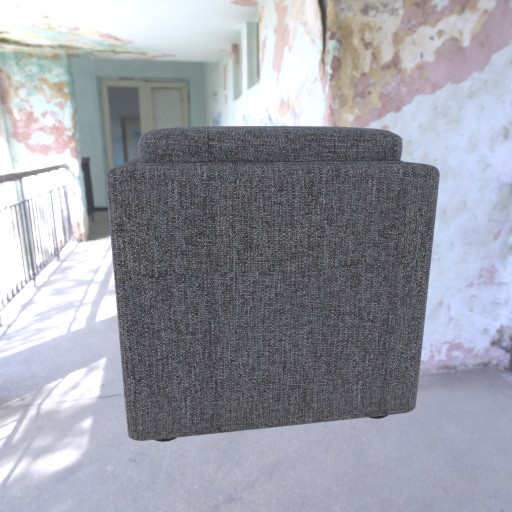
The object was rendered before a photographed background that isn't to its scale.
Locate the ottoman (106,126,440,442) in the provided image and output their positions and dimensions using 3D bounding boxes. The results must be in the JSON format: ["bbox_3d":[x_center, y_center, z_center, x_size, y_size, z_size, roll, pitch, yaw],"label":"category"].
[{"bbox_3d":[0.000,0.000,0.825,0.450,0.460,0.450,-2,15,-9],"label":"ottoman"}]
